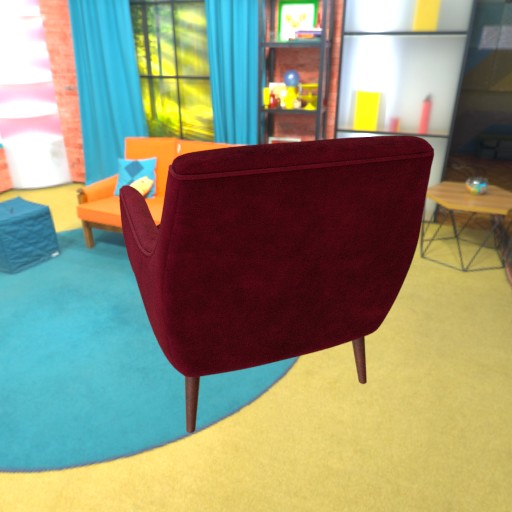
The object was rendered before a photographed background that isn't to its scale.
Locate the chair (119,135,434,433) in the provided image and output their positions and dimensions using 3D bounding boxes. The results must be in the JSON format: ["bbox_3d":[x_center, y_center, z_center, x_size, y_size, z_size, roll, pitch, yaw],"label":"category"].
[{"bbox_3d":[0.000,0.000,1.418,0.762,0.838,0.787,-9,27,-19],"label":"chair"}]
